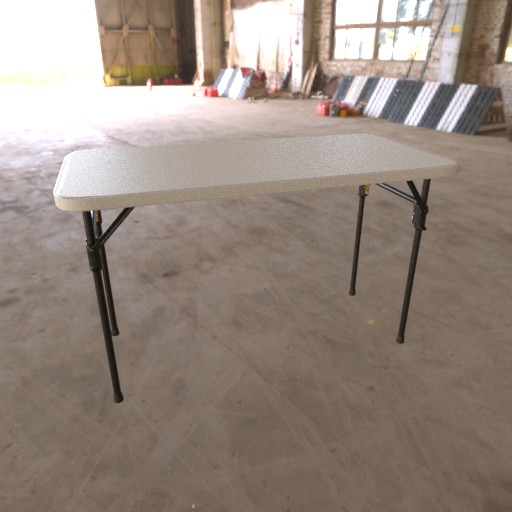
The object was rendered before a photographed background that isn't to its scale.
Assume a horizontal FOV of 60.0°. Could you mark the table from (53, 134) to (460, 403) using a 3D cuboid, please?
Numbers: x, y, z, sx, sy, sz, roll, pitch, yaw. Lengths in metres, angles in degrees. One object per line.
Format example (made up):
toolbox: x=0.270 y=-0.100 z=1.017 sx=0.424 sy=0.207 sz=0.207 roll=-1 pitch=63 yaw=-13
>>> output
table: x=0.000 y=0.000 z=1.635 sx=1.219 sy=0.729 sz=0.610 roll=-8 pitch=26 yaw=-16
